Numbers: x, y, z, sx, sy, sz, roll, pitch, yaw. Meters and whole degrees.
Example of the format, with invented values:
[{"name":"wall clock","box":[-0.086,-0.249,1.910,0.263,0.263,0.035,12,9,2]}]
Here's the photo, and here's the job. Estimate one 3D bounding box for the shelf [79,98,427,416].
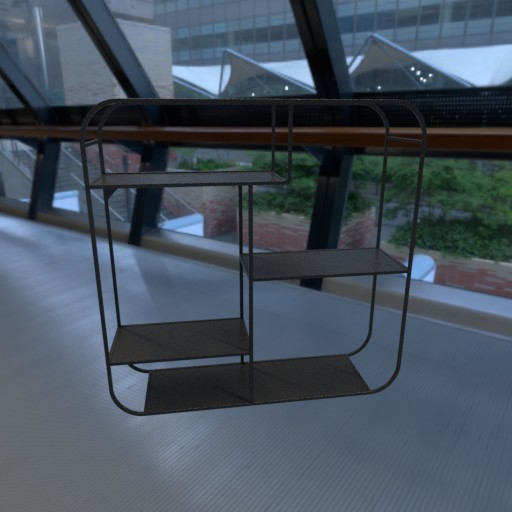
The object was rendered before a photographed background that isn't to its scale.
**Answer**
[{"name":"shelf","box":[0.000,0.000,0.905,0.600,0.600,0.160,-3,18,-8]}]
